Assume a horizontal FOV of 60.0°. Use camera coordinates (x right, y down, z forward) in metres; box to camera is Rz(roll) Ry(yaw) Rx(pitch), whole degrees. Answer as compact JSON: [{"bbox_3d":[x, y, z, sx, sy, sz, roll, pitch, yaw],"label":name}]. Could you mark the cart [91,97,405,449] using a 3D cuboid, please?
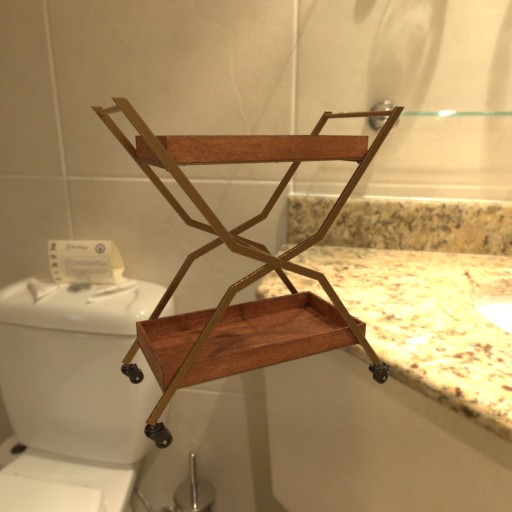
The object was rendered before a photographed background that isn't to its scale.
[{"bbox_3d":[0.000,0.000,1.358,0.836,0.869,0.405,-8,17,-25],"label":"cart"}]
